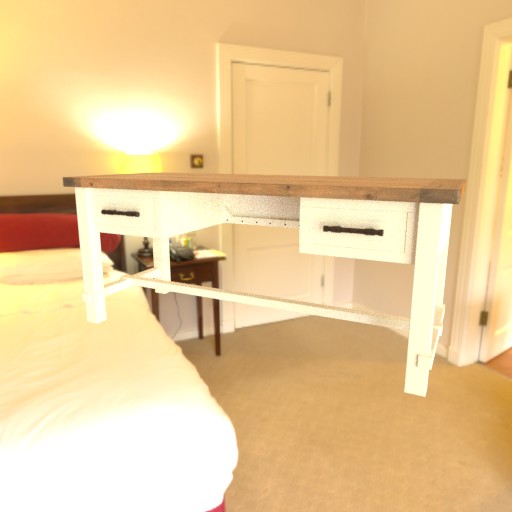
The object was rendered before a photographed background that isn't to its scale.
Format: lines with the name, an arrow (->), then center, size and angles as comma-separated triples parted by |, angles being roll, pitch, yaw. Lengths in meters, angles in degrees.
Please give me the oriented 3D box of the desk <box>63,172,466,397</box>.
desk -> 0.000, 0.000, 2.199 | 1.803, 0.762, 0.688 | 6, 14, 26
